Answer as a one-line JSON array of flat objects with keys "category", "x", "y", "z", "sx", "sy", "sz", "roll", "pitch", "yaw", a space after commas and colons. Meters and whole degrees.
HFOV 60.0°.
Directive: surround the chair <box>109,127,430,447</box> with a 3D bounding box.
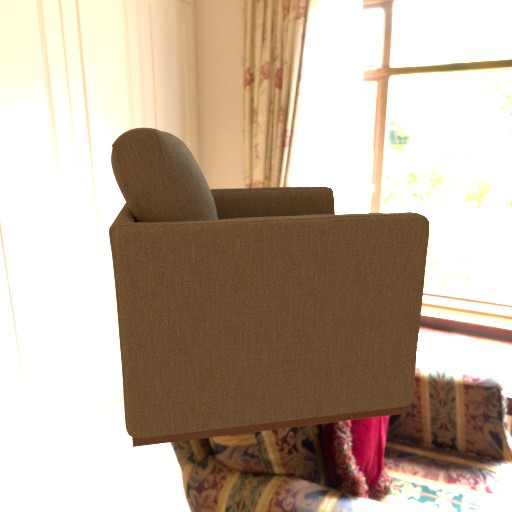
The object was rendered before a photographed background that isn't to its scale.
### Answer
[{"category": "chair", "x": 0.000, "y": 0.000, "z": 1.477, "sx": 0.834, "sy": 0.811, "sz": 0.763, "roll": -3, "pitch": 15, "yaw": -11}]
